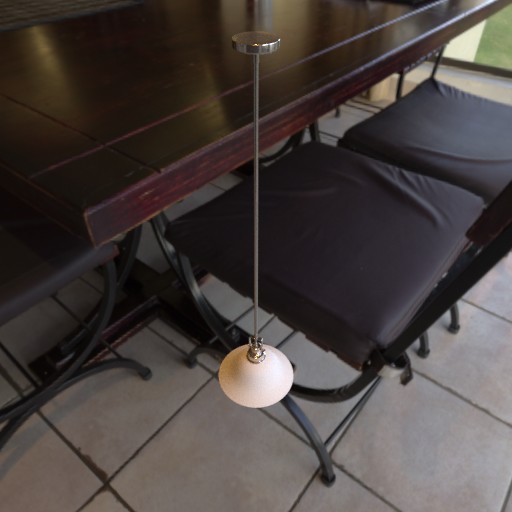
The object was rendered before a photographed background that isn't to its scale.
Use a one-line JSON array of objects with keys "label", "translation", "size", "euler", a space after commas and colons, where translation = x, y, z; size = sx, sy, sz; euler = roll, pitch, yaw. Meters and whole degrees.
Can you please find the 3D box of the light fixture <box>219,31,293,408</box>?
[{"label": "light fixture", "translation": [0.000, 0.000, 1.483], "size": [0.324, 1.354, 0.324], "euler": [13, 43, 15]}]
